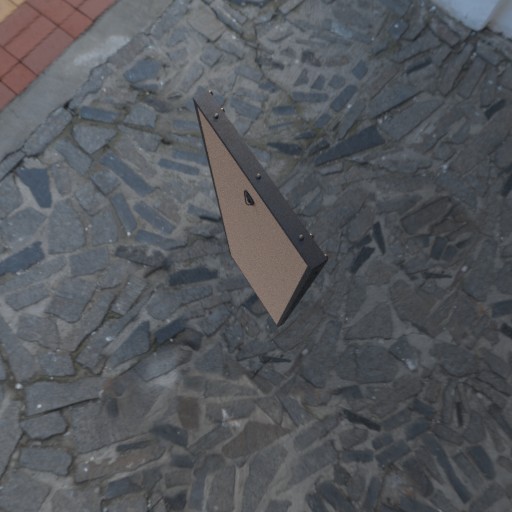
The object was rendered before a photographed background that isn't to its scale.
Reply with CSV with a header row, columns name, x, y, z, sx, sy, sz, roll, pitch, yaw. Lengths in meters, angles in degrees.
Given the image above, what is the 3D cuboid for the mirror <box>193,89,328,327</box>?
name,x,y,z,sx,sy,sz,roll,pitch,yaw
mirror,0.000,0.000,1.222,0.042,1.080,0.354,-32,78,-7
